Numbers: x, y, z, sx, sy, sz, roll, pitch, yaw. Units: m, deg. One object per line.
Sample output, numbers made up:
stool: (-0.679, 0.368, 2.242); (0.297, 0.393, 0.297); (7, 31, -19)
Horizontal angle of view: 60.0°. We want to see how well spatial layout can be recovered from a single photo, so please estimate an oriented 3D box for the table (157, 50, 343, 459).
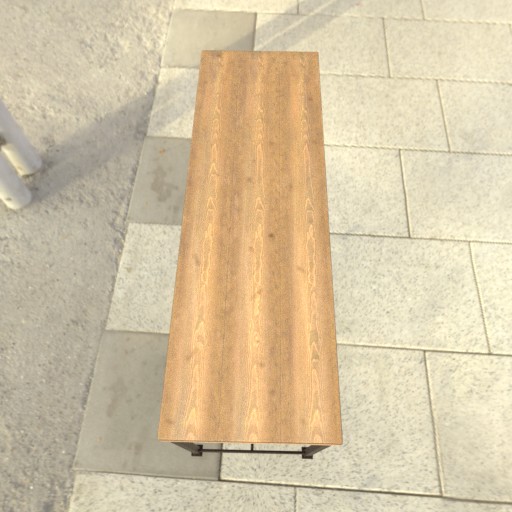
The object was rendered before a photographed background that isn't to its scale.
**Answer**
table: (0.000, 0.000, 2.089); (0.551, 0.902, 1.700); (1, 63, 1)
